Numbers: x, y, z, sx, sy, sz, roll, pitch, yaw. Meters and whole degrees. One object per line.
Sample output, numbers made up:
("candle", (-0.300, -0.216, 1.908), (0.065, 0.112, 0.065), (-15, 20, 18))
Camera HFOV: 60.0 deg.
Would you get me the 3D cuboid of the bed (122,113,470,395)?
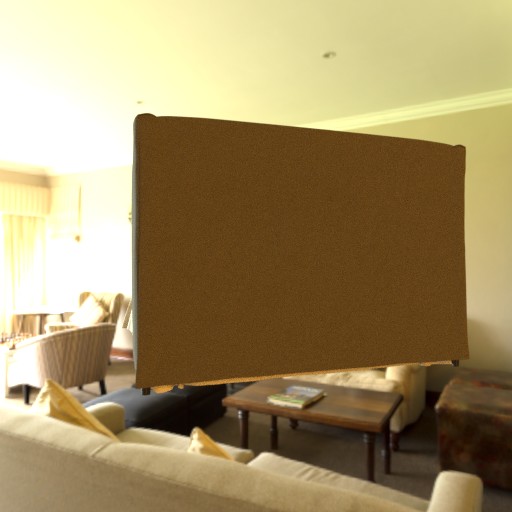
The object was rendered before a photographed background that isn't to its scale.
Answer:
("bed", (0.000, 0.000, 3.393), (1.925, 1.332, 2.276), (0, -1, -18))
